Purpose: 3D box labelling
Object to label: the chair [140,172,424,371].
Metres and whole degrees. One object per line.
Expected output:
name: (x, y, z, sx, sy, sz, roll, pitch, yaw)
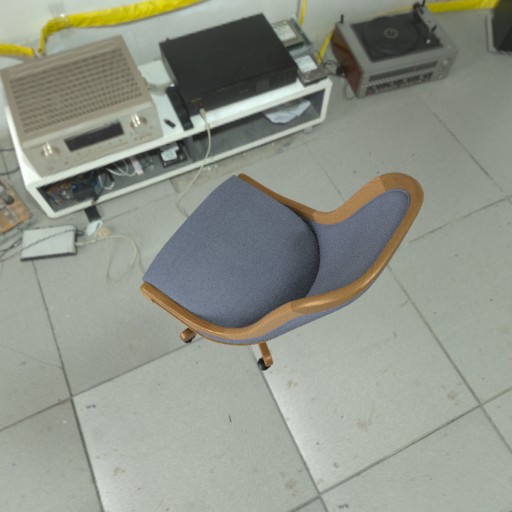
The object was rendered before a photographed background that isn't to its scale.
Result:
chair: (0.000, 0.000, 1.455, 0.735, 1.031, 0.605, 32, 68, 15)
